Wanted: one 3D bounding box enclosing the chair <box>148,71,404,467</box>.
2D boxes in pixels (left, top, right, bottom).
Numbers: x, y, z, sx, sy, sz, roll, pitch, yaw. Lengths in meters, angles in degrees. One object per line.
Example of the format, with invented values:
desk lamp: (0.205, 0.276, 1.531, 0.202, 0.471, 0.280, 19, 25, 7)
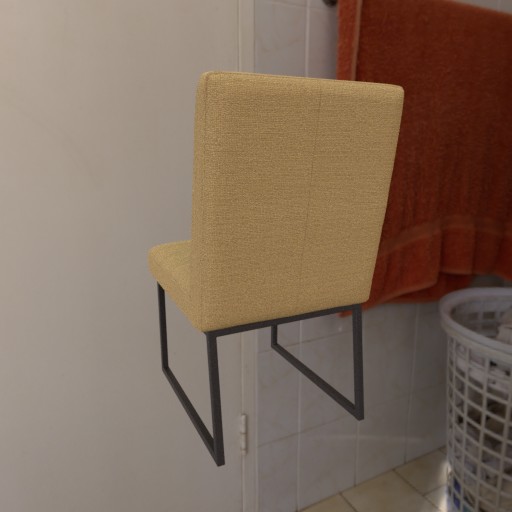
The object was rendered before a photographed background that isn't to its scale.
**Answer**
chair: (0.000, 0.000, 1.324, 0.520, 0.930, 0.634, -7, 15, -25)
